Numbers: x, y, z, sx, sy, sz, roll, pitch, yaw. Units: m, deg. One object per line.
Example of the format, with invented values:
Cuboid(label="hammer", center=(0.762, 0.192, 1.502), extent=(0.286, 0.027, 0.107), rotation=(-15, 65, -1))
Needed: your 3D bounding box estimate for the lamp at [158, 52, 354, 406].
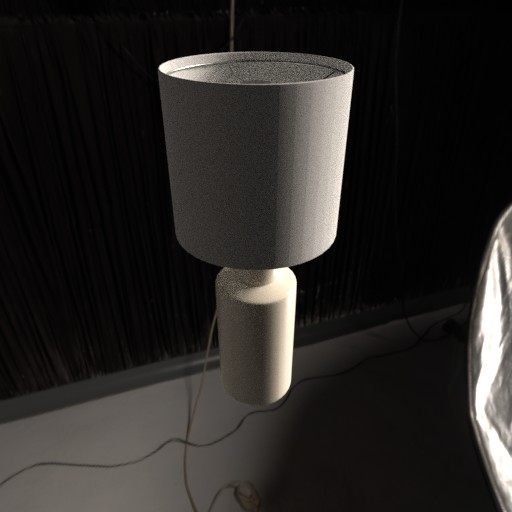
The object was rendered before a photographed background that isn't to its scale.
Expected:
Cuboid(label="lamp", center=(0.000, 0.000, 0.616), extent=(0.212, 0.493, 0.212), rotation=(-11, 34, -18))
